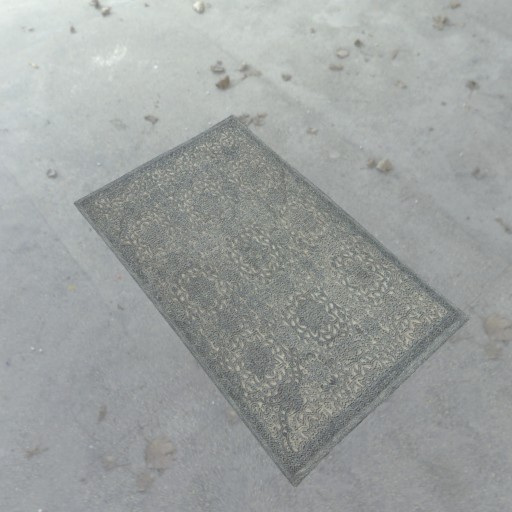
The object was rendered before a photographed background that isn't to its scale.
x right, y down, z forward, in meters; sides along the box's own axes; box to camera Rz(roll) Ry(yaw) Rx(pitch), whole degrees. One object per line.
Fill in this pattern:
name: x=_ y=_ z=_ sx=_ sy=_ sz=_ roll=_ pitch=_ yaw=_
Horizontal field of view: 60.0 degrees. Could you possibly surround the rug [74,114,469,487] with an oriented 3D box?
rug: x=0.000 y=0.000 z=3.114 sx=1.535 sy=0.022 sz=2.498 roll=-35 pitch=65 yaw=-19
